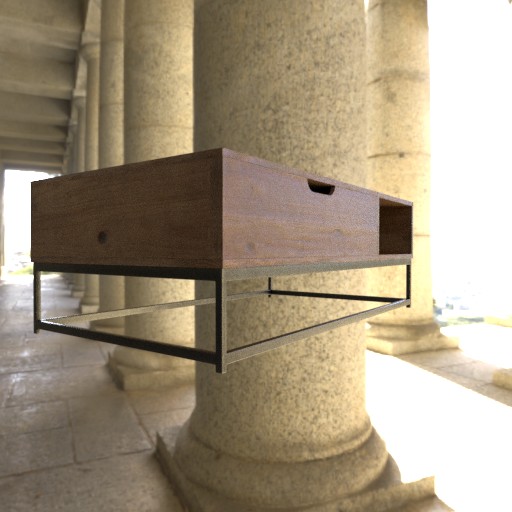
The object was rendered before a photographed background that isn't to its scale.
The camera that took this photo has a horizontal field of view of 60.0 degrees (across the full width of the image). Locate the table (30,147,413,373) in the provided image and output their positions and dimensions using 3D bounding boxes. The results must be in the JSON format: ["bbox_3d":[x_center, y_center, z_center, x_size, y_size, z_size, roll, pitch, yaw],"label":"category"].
[{"bbox_3d":[0.000,0.000,1.404,0.655,0.395,1.101,1,1,36],"label":"table"}]
